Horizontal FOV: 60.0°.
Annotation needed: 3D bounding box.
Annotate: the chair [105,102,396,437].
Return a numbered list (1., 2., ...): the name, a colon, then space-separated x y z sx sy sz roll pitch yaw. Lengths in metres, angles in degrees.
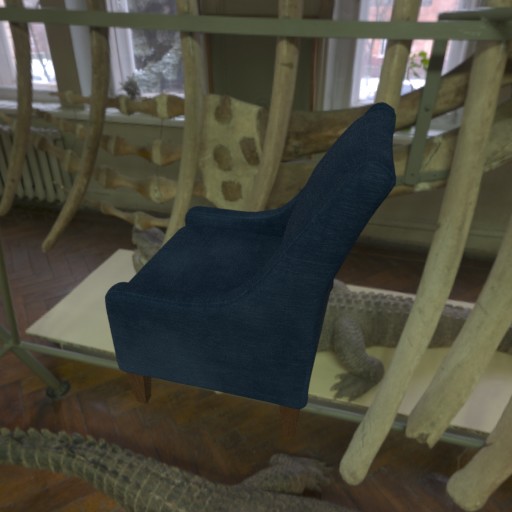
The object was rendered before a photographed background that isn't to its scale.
1. chair: 0.000 0.000 1.653 0.870 1.014 0.774 8 31 13
